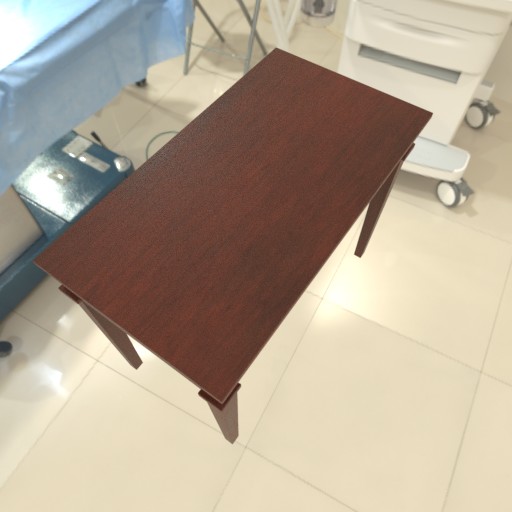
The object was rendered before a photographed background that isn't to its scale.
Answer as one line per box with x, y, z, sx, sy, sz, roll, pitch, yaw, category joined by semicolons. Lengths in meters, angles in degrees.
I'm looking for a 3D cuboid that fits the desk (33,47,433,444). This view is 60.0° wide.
0.000;0.000;1.471;0.549;0.762;1.001;31;63;18;desk
